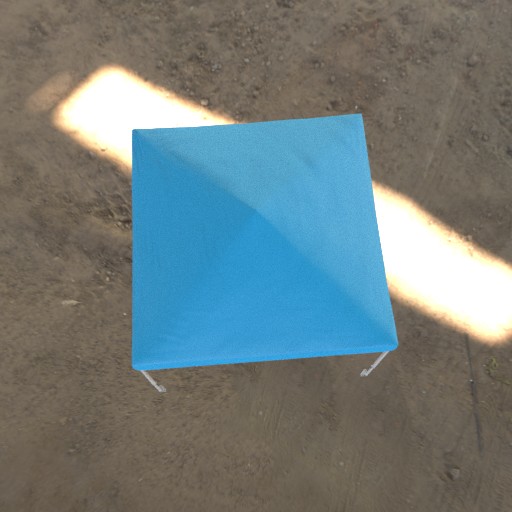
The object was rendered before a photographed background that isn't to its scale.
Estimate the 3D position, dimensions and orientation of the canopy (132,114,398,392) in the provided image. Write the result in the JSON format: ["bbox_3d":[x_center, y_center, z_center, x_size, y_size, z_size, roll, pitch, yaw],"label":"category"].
[{"bbox_3d":[0.000,0.000,6.404,3.599,3.600,3.600,-4,75,-1],"label":"canopy"}]
